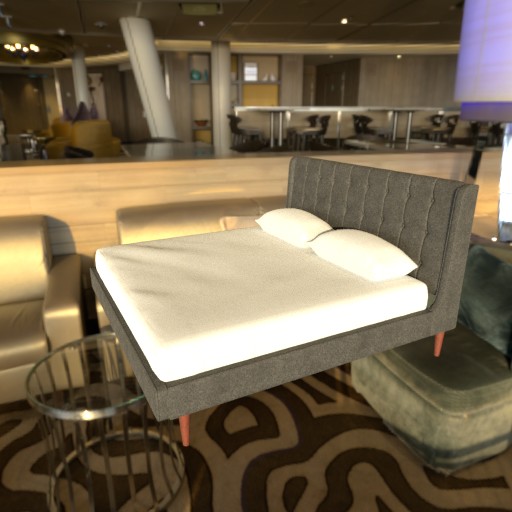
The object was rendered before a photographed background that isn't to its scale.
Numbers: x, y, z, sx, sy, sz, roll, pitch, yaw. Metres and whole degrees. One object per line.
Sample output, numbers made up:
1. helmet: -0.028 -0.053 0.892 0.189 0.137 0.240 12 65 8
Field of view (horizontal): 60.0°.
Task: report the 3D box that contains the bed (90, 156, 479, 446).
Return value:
1. bed: 0.000 0.000 2.549 1.638 0.933 1.531 -10 21 -27
